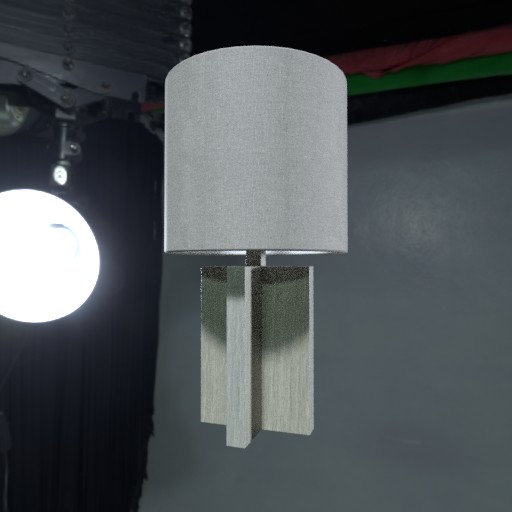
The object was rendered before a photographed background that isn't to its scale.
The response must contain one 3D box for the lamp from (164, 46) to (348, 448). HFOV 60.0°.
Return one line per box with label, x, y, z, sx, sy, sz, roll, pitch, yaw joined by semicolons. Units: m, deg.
lamp;0.000;0.000;0.564;0.229;0.428;0.229;0;-1;19
